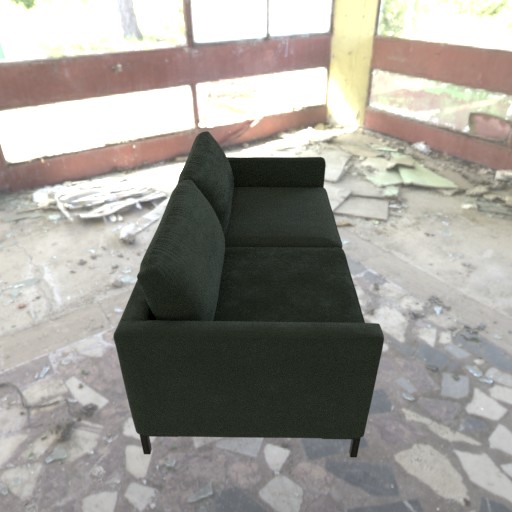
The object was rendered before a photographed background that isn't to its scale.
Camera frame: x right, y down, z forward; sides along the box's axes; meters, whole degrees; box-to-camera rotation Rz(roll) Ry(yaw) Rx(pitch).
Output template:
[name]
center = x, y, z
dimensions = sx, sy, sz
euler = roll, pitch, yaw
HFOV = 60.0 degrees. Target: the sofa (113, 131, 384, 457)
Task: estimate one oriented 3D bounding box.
[sofa]
center = 0.000, 0.000, 2.176
dimensions = 0.875, 0.817, 1.676
euler = 0, 32, 1
